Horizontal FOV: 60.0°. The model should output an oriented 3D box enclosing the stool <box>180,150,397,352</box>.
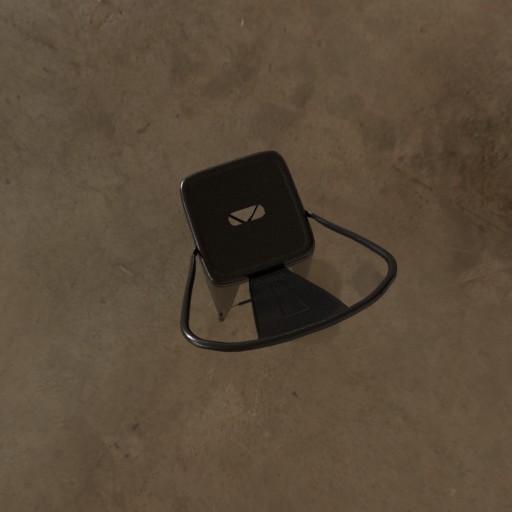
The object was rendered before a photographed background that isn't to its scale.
[{"bbox_3d":[0.000,0.000,1.283,0.399,1.096,0.513,-19,79,-4],"label":"stool"}]
